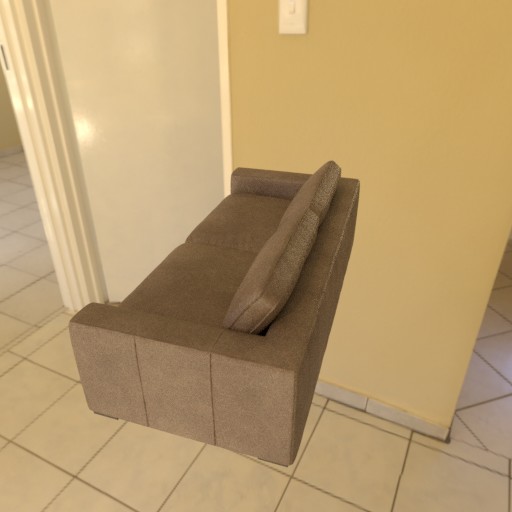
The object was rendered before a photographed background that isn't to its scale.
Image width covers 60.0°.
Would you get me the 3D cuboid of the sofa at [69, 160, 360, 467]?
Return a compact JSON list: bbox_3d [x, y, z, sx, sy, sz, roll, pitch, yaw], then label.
[{"bbox_3d":[0.000,0.000,2.807,1.070,0.801,2.262,9,31,15],"label":"sofa"}]
